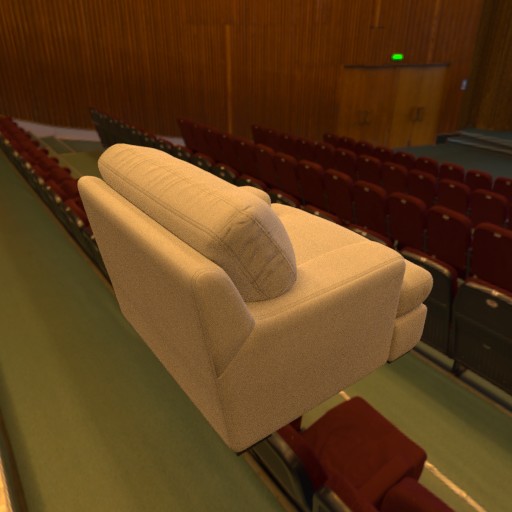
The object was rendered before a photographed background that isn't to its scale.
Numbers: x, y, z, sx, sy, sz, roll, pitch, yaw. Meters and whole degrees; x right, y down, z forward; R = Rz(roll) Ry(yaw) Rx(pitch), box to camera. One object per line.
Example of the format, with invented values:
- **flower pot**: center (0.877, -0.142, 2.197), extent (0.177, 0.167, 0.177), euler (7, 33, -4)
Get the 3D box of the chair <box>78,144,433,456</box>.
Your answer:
- **chair**: center (0.000, 0.000, 1.969), extent (1.158, 0.930, 1.140), euler (-19, 33, -31)
